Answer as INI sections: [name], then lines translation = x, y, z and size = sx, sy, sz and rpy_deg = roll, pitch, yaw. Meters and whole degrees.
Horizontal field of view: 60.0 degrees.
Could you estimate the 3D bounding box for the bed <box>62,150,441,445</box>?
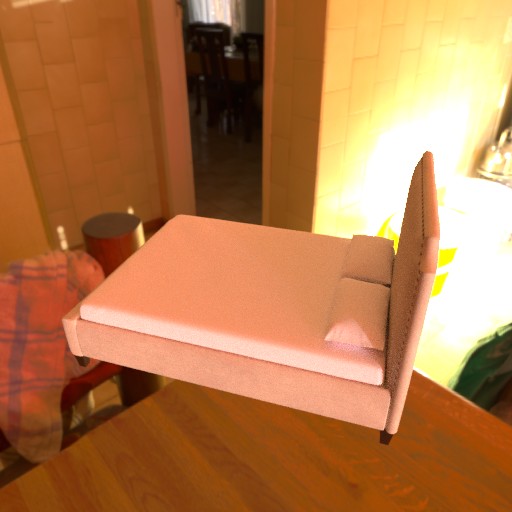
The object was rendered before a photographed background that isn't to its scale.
[bed]
translation = 0.000, 0.000, 3.376
size = 2.372, 1.443, 1.712
rpy_deg = 9, 32, 15
